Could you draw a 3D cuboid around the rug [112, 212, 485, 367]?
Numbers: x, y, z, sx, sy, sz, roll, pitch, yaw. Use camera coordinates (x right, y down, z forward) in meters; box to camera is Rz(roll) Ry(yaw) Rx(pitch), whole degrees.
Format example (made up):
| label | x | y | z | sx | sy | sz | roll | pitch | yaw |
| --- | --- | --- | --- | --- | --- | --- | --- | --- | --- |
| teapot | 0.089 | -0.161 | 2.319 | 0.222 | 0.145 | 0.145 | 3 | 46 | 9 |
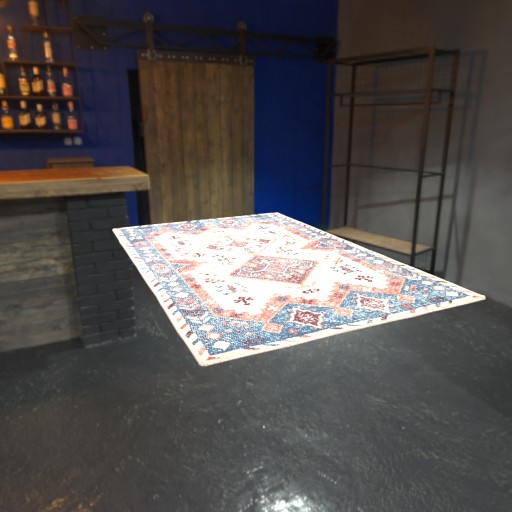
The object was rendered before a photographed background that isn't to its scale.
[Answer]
| label | x | y | z | sx | sy | sz | roll | pitch | yaw |
| --- | --- | --- | --- | --- | --- | --- | --- | --- | --- |
| rug | 0.000 | 0.000 | 2.349 | 1.225 | 0.015 | 1.840 | -8 | 19 | -24 |
